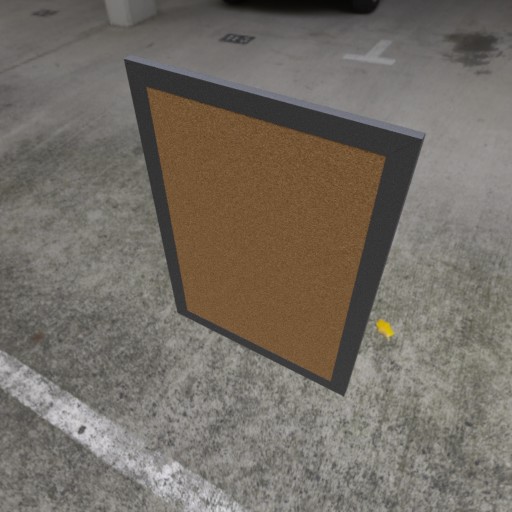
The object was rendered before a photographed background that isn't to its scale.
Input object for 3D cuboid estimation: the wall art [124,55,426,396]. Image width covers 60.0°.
[{"bbox_3d":[0.000,0.000,0.690,0.380,0.534,0.013,23,50,20],"label":"wall art"}]
